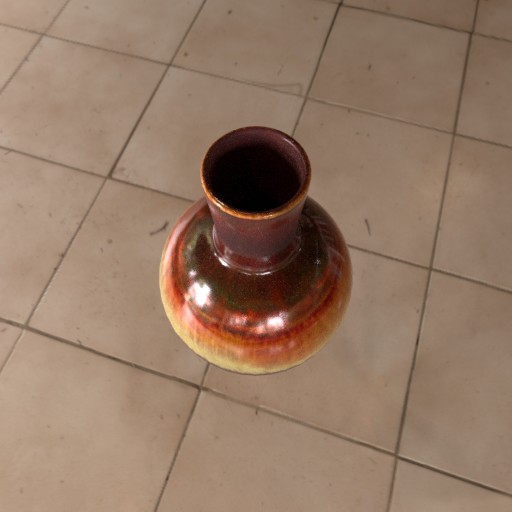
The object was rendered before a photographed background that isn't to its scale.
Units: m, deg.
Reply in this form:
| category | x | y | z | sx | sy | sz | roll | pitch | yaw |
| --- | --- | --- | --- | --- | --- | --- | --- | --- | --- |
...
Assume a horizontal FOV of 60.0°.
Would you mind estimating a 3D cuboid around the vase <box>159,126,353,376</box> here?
| category | x | y | z | sx | sy | sz | roll | pitch | yaw |
| --- | --- | --- | --- | --- | --- | --- | --- | --- | --- |
| vase | 0.000 | 0.000 | 0.233 | 0.111 | 0.154 | 0.111 | 0 | 65 | 0 |
